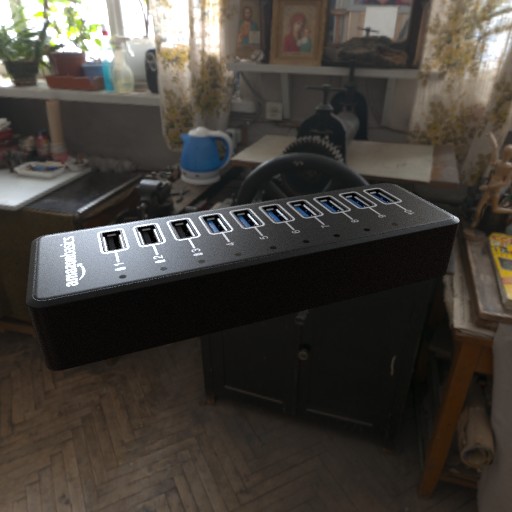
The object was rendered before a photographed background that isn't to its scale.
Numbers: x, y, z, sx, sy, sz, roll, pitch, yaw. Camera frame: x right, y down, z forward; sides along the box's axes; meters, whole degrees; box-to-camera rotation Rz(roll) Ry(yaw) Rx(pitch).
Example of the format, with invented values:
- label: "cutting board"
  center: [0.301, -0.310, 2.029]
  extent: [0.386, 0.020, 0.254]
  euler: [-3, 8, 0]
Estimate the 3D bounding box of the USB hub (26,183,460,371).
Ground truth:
- label: "USB hub"
  center: [0.000, 0.000, 0.160]
  extent: [0.145, 0.023, 0.044]
  euler: [-11, 32, -19]
